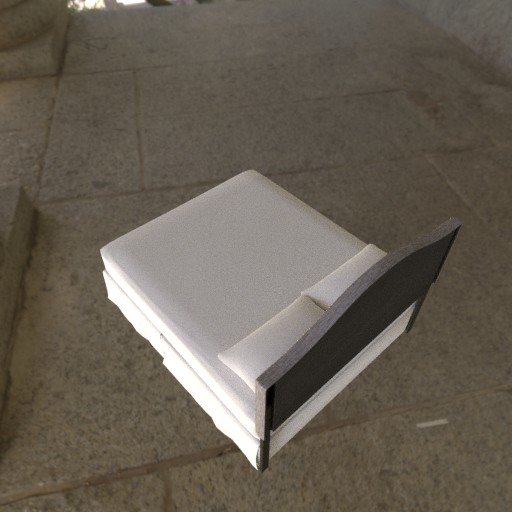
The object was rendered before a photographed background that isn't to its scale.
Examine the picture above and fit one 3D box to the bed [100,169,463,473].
[{"bbox_3d":[0.000,0.000,3.035,1.610,1.295,1.870,-33,55,-27],"label":"bed"}]
